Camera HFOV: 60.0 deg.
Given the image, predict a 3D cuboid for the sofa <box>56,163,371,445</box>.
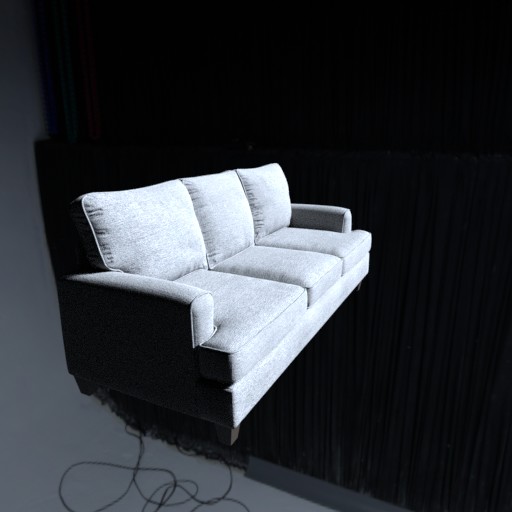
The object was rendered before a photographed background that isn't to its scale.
[{"bbox_3d":[0.000,0.000,2.697,0.951,0.965,2.158,8,18,26],"label":"sofa"}]
